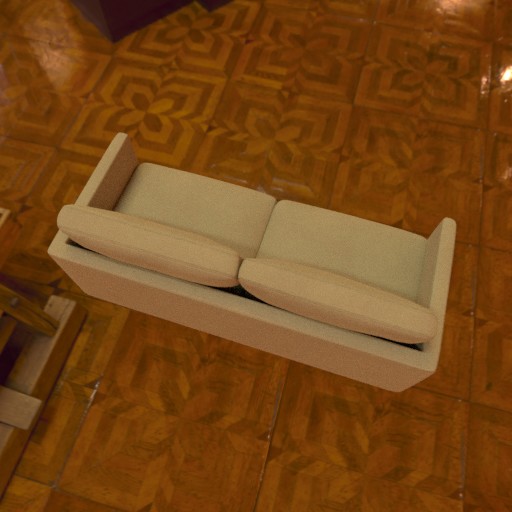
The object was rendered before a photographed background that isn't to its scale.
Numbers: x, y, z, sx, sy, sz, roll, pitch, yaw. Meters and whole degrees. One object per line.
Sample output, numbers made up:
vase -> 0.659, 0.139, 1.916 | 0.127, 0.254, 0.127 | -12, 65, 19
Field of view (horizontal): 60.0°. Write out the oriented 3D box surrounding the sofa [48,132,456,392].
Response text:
sofa -> 0.000, 0.000, 2.735 | 2.181, 0.932, 0.948 | 16, 65, 8
